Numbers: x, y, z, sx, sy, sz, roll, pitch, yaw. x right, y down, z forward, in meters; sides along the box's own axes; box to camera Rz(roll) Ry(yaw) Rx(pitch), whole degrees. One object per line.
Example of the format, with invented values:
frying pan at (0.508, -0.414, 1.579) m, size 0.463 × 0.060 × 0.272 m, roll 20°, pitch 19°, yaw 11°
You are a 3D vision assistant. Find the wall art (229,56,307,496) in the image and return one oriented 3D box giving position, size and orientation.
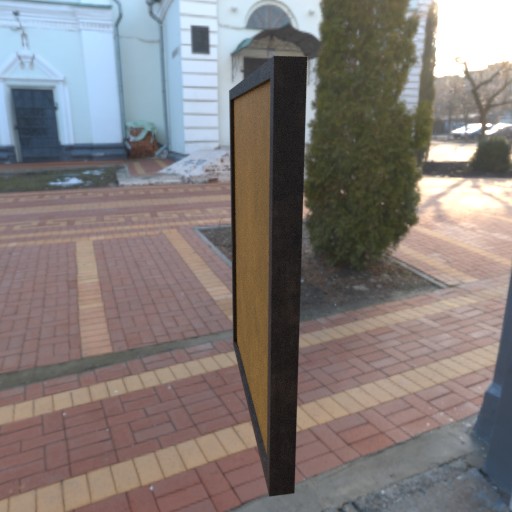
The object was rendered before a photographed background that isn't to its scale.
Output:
wall art at (0.000, 0.000, 0.545) m, size 0.027 × 0.406 × 0.329 m, roll -3°, pitch 16°, yaw -9°
